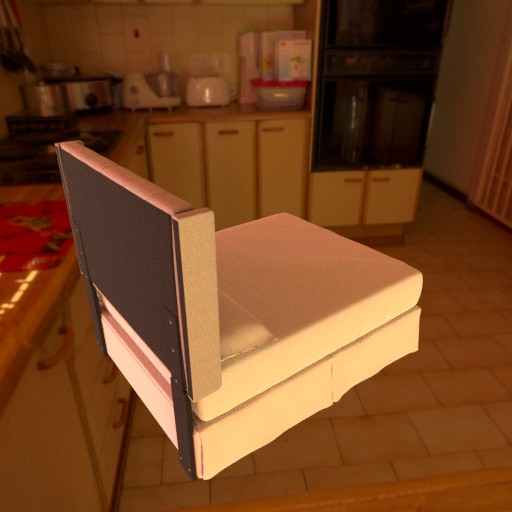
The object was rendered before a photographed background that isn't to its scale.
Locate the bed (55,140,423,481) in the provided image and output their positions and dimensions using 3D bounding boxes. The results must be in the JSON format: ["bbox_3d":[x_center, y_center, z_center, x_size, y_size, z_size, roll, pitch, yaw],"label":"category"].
[{"bbox_3d":[0.000,0.000,3.259,2.066,1.665,1.719,-19,32,-33],"label":"bed"}]
